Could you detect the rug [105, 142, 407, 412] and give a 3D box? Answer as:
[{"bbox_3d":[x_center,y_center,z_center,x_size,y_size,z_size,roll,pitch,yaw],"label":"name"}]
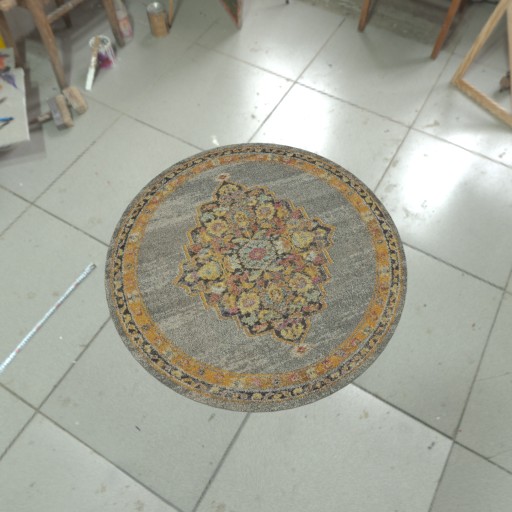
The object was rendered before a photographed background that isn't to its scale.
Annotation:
[{"bbox_3d":[0.000,0.000,3.530,2.382,0.014,2.382,0,62,0],"label":"rug"}]
